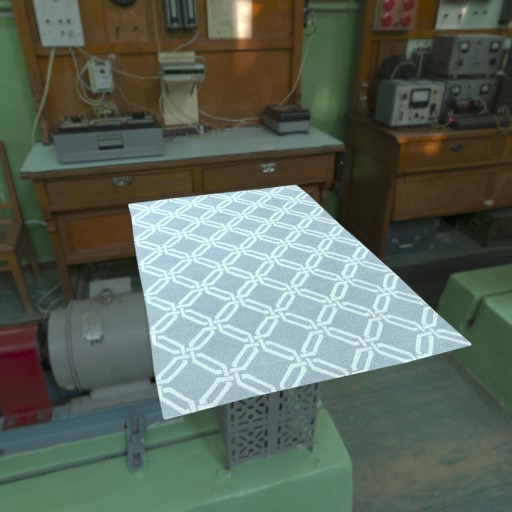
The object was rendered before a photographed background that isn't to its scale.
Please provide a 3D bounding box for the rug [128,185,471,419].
[{"bbox_3d":[0.000,0.000,2.220,1.148,0.010,1.754,-9,31,-15],"label":"rug"}]
